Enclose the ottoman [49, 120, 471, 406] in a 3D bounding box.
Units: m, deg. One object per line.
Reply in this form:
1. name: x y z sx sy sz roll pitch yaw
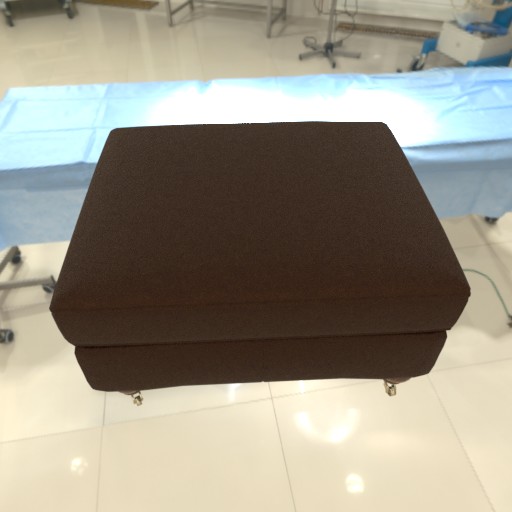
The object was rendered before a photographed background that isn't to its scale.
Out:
1. ottoman: 0.000 0.000 1.756 1.187 0.730 0.967 -2 46 -2
